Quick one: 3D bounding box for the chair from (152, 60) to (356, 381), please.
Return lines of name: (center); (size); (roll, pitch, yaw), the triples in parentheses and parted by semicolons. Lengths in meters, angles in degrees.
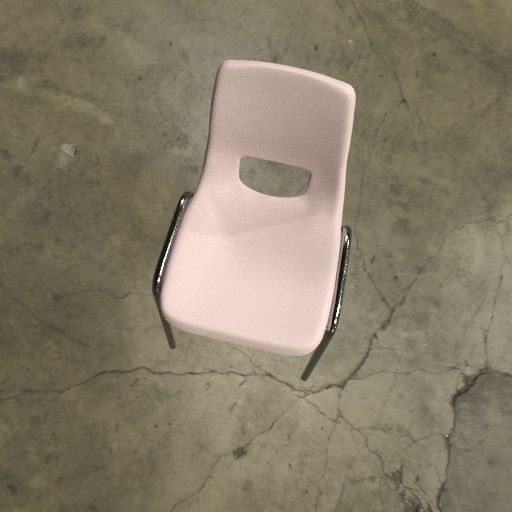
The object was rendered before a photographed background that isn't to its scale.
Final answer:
chair: (0.000, 0.000, 0.924); (0.381, 0.653, 0.436); (13, 75, 3)
